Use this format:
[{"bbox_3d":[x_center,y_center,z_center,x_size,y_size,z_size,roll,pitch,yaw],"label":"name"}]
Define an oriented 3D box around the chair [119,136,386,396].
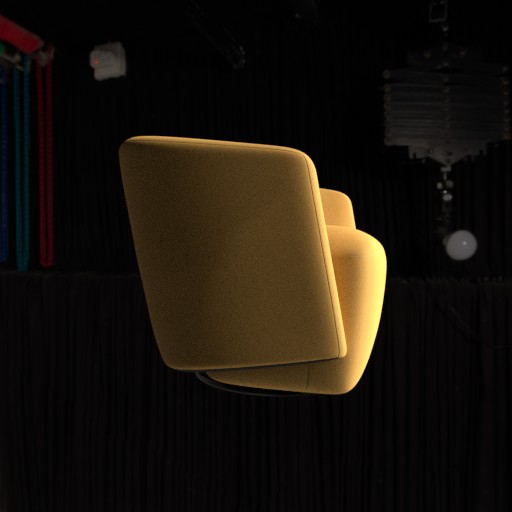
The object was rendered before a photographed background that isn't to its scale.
[{"bbox_3d":[0.000,0.000,1.373,0.767,0.698,0.773,0,1,18],"label":"chair"}]
